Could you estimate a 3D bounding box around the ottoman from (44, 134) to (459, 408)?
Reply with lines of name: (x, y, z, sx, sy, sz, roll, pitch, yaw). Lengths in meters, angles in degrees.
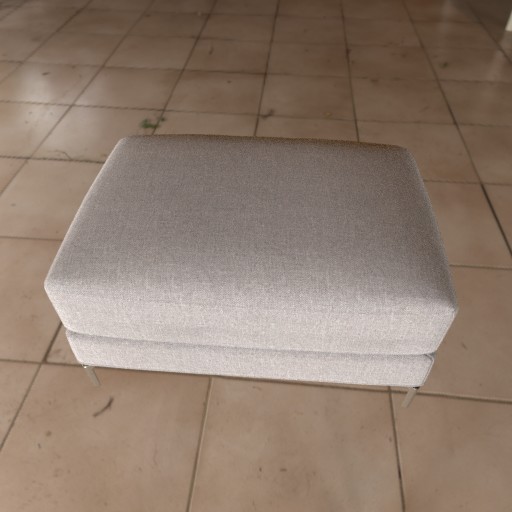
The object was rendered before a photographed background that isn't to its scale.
ottoman: (0.000, 0.000, 1.150, 0.838, 0.457, 0.584, 3, 46, 3)
